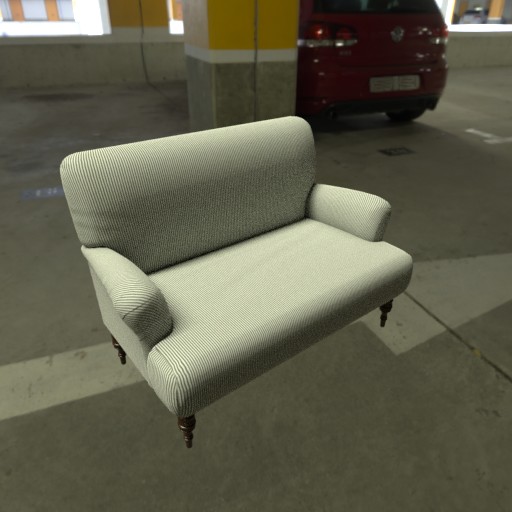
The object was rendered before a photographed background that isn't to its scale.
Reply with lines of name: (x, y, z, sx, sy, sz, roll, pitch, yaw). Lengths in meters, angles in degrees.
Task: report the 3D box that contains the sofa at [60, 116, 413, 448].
sofa: (0.000, 0.000, 1.835, 1.297, 0.889, 0.779, -21, 35, -34)
